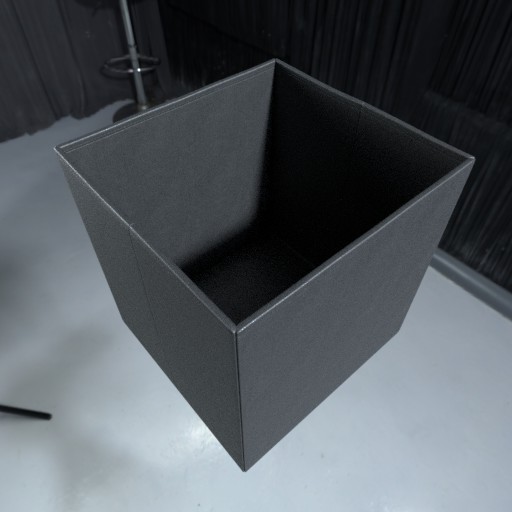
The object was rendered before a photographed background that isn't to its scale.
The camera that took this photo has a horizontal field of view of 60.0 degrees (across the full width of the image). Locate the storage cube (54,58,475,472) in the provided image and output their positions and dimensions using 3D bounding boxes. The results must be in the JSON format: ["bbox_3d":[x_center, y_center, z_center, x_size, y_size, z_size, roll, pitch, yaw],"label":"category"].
[{"bbox_3d":[0.000,0.000,0.488,0.270,0.280,0.270,-33,56,-26],"label":"storage cube"}]
